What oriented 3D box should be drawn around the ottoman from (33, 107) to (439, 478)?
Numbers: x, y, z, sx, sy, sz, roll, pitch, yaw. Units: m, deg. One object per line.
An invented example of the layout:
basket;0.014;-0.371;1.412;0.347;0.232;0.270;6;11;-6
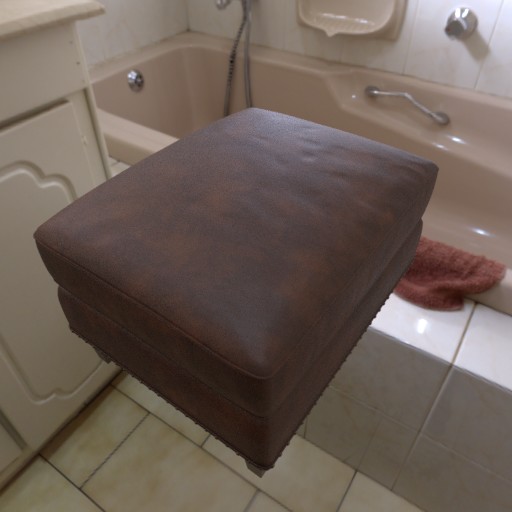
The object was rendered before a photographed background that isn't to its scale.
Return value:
ottoman;0.000;0.000;1.074;0.586;0.486;0.742;26;47;26
